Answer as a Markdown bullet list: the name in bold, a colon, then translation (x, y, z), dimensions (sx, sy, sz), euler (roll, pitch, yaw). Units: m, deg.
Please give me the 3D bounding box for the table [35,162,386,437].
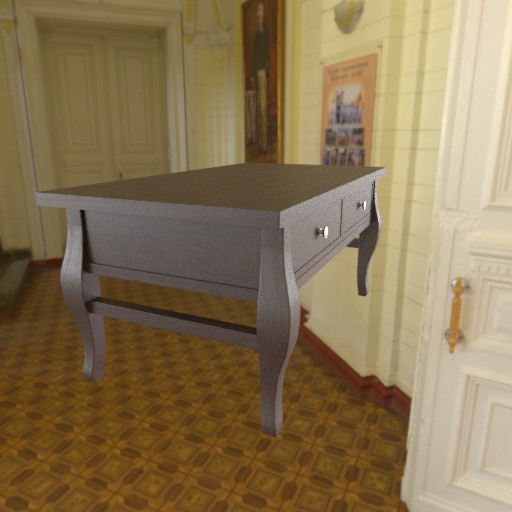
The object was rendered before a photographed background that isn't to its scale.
- **table**: translation (0.000, 0.000, 1.391), dimensions (0.600, 0.494, 1.062), euler (7, 17, 24)
